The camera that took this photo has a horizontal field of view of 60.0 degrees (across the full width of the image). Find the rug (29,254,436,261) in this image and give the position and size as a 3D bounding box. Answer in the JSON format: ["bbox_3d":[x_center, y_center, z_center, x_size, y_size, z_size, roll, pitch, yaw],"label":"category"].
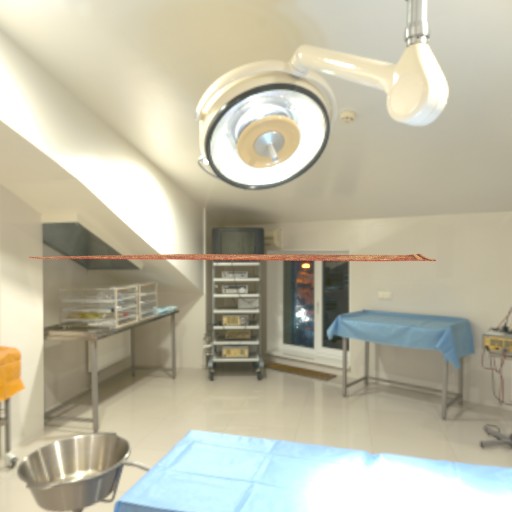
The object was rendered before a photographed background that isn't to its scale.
[{"bbox_3d":[0.000,0.000,4.277,3.086,0.030,2.489,0,1,19],"label":"rug"}]
